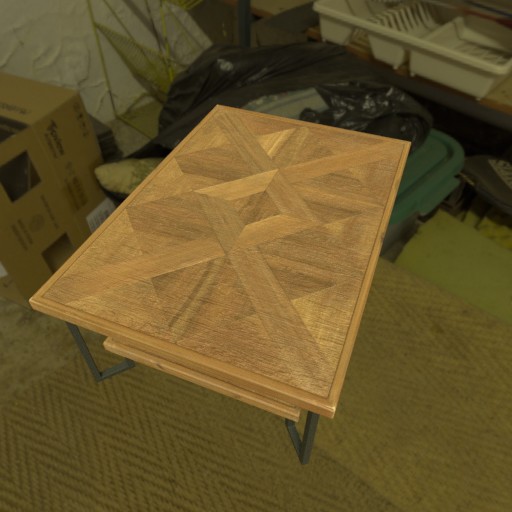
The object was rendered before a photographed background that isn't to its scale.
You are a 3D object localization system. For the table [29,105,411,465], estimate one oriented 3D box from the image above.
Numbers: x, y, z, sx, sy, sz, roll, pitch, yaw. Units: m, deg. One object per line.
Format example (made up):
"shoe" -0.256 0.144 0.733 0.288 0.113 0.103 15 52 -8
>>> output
"table" 0.000 0.000 1.697 0.877 0.492 1.238 16 48 15
